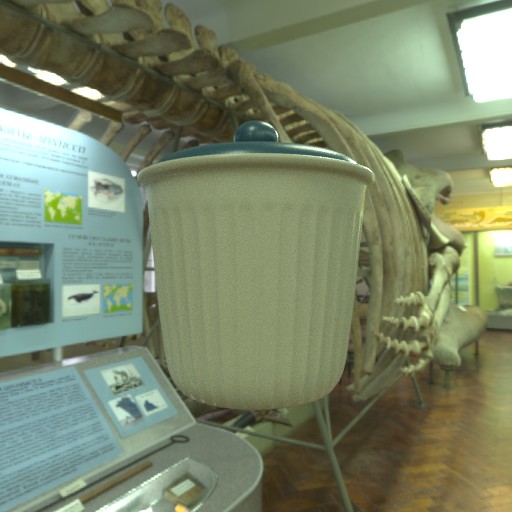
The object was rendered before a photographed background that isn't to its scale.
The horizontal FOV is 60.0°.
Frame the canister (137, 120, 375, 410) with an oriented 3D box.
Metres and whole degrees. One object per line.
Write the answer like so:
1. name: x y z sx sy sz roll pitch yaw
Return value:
1. canister: 0.000 0.000 0.349 0.181 0.211 0.181 0 -1 0
